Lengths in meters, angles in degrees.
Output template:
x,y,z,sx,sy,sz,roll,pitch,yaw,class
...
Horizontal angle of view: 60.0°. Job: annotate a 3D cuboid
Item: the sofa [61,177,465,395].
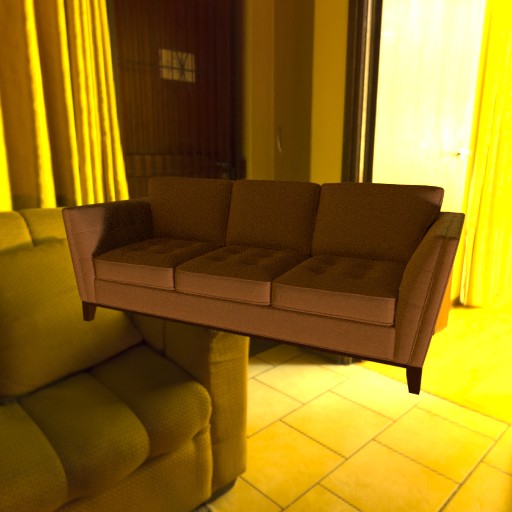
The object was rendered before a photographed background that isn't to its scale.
x,y,z,sx,sy,sz,roll,pitch,yaw,class
0.000,0.000,2.871,2.388,0.940,0.965,6,15,25,sofa
